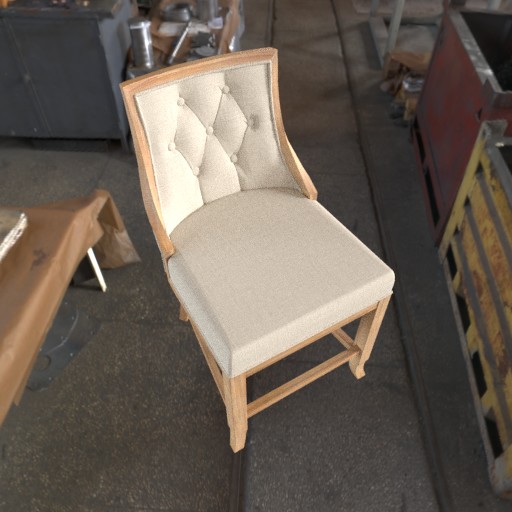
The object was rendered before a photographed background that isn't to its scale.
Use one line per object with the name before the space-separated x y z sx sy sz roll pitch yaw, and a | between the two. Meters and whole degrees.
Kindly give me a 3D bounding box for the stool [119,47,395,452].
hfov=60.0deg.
stool | 0.000 0.000 1.317 0.524 0.938 0.626 -23 51 -20
